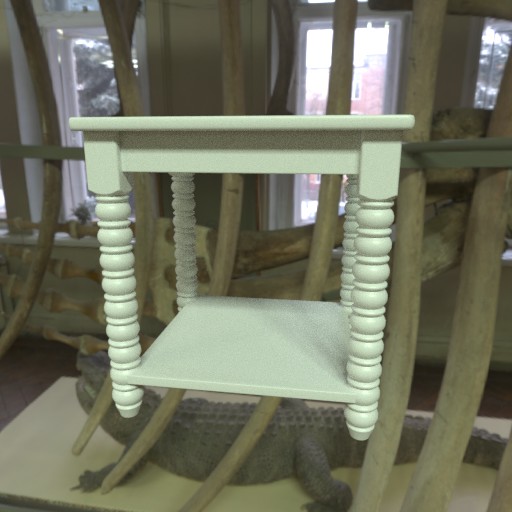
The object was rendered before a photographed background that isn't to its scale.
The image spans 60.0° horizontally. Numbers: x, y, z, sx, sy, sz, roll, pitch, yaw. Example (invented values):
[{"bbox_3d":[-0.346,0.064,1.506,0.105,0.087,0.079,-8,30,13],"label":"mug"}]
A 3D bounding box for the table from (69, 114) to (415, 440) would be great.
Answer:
[{"bbox_3d":[0.000,0.000,0.972,0.533,0.563,0.500,2,15,8],"label":"table"}]
